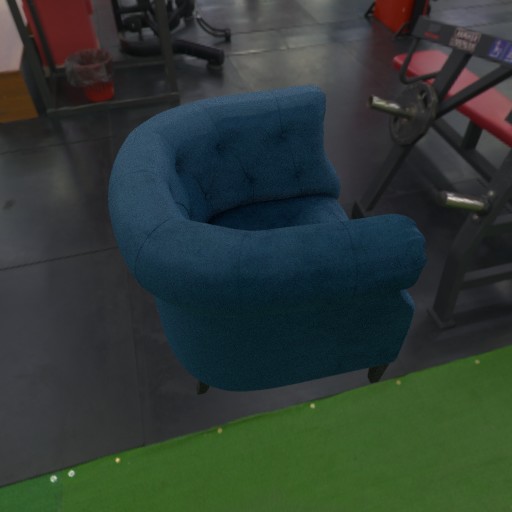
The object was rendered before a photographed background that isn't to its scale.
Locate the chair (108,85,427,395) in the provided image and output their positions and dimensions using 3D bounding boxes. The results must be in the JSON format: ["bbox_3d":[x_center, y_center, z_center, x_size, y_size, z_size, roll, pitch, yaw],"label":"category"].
[{"bbox_3d":[0.000,0.000,1.545,0.851,0.826,0.904,-10,48,-9],"label":"chair"}]
